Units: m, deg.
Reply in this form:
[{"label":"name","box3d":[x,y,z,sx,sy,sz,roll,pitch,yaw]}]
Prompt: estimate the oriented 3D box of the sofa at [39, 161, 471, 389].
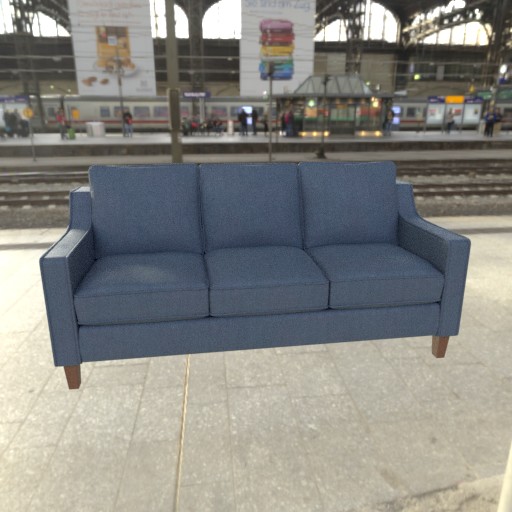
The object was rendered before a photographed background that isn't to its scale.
[{"label":"sofa","box3d":[0.000,0.000,2.457,1.986,0.974,0.911,-3,18,-8]}]
